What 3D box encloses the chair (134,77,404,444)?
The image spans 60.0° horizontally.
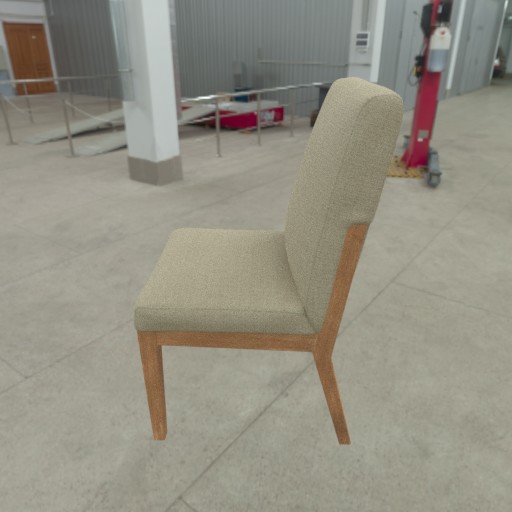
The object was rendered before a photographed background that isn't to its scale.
[{"bbox_3d":[0.000,0.000,1.239,0.586,0.911,0.507,1,25,1],"label":"chair"}]
